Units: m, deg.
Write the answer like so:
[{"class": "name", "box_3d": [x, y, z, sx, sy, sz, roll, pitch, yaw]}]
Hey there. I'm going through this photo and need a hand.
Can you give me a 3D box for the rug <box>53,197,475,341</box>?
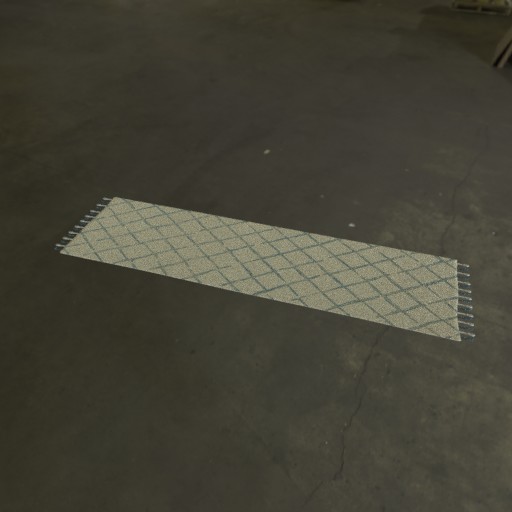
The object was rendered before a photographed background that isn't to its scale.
[{"class": "rug", "box_3d": [0.000, 0.000, 2.592, 2.372, 0.008, 0.620, 11, 42, 13]}]
